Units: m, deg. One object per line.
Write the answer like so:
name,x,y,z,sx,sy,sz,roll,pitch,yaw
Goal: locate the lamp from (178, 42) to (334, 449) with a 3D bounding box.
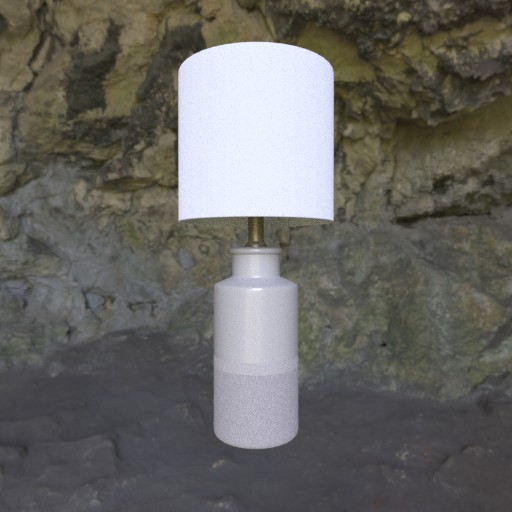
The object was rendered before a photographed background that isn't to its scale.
lamp,0.000,0.000,0.616,0.212,0.493,0.212,0,1,-34
